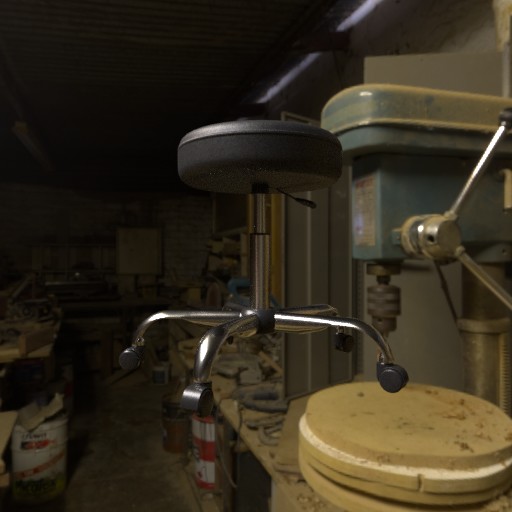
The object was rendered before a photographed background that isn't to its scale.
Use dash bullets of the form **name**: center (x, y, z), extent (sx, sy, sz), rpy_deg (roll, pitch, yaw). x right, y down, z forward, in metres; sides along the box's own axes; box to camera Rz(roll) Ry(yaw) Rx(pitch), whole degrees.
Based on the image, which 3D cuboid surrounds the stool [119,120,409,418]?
- **stool**: center (0.000, 0.000, 1.146), extent (0.673, 0.576, 0.638), rpy_deg (0, 1, -19)
